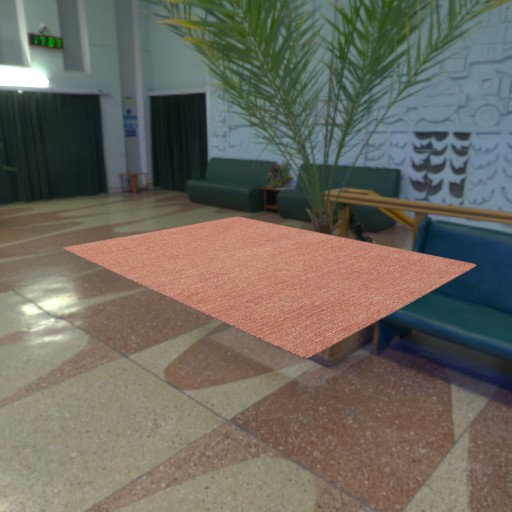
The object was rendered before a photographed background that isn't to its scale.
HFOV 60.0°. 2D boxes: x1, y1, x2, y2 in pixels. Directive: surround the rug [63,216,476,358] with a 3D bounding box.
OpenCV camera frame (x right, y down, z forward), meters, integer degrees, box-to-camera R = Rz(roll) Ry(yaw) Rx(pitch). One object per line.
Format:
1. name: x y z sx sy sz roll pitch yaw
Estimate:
1. rug: 0.000 0.000 2.794 1.594 0.009 2.112 -15 22 -42
